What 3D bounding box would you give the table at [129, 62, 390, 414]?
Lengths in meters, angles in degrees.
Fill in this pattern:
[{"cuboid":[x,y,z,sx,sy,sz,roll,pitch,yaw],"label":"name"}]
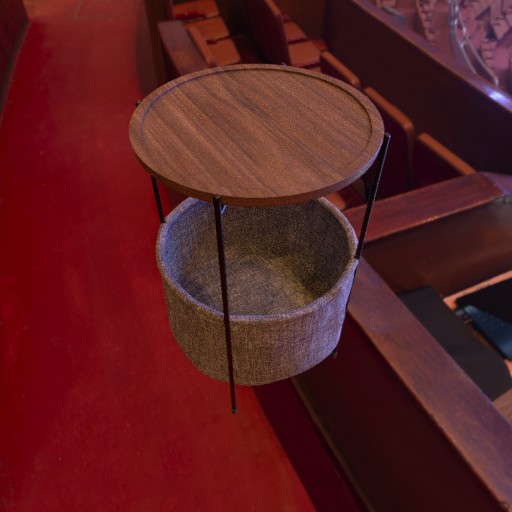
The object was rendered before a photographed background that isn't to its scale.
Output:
[{"cuboid":[0.000,0.000,0.908,0.400,0.623,0.400,-23,51,-20],"label":"table"}]
